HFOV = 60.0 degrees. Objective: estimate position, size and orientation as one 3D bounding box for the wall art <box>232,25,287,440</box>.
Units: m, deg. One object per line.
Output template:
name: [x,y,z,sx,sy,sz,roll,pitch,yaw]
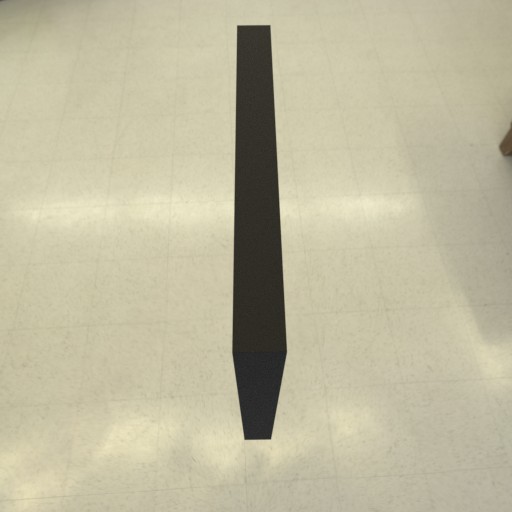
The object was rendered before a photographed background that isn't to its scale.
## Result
wall art: [0.000,0.000,0.456,0.030,0.305,0.308,-1,59,0]
